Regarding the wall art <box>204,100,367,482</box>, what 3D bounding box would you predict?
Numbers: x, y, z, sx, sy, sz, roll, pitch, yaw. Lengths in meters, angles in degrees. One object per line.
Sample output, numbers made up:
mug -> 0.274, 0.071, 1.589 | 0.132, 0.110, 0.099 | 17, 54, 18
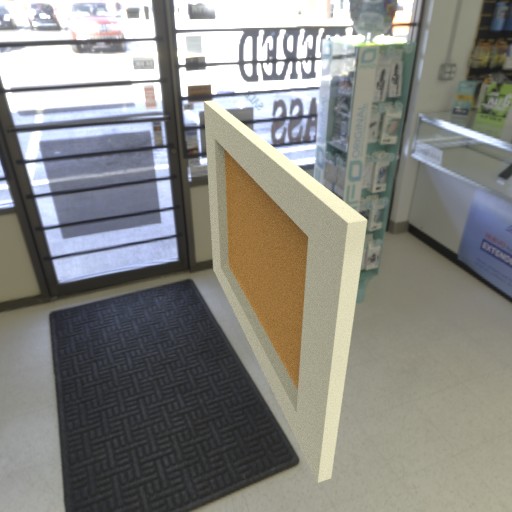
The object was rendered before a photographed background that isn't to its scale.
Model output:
wall art -> 0.000, 0.000, 1.166 | 0.033, 0.617, 0.906 | -10, 32, -16
